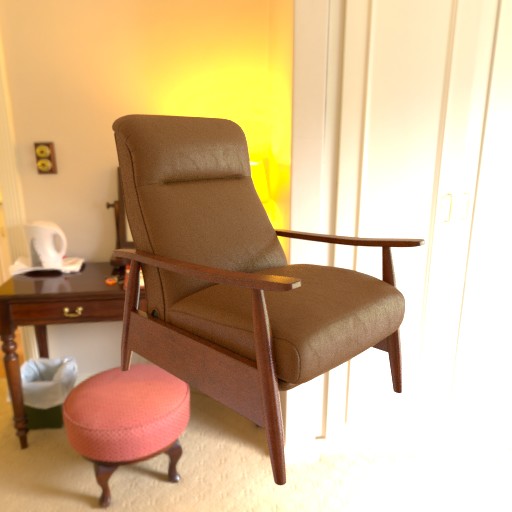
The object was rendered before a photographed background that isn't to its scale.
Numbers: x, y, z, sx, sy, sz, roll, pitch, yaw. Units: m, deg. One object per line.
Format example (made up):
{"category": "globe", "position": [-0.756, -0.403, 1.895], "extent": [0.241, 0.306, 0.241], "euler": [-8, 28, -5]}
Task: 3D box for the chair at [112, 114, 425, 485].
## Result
{"category": "chair", "position": [0.000, 0.000, 1.738], "extent": [0.762, 1.082, 1.014], "euler": [-14, 20, -43]}
